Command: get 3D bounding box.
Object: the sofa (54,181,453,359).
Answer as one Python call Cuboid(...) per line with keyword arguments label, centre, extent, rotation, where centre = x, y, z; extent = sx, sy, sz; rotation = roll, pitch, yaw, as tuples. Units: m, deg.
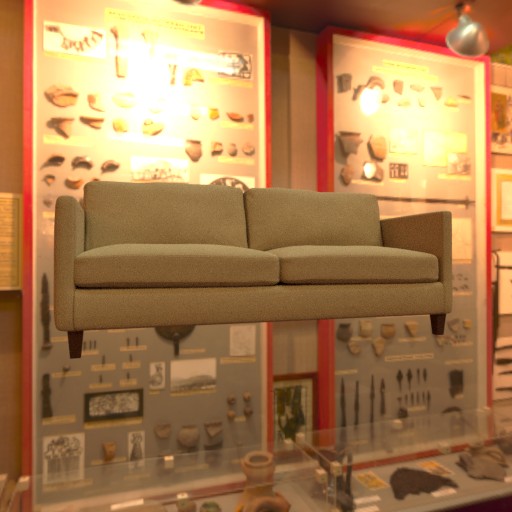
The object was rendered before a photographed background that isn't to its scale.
Cuboid(label="sofa", centre=(0.000, 0.000, 2.710), extent=(2.181, 0.932, 0.948), rotation=(0, 0, -18))
